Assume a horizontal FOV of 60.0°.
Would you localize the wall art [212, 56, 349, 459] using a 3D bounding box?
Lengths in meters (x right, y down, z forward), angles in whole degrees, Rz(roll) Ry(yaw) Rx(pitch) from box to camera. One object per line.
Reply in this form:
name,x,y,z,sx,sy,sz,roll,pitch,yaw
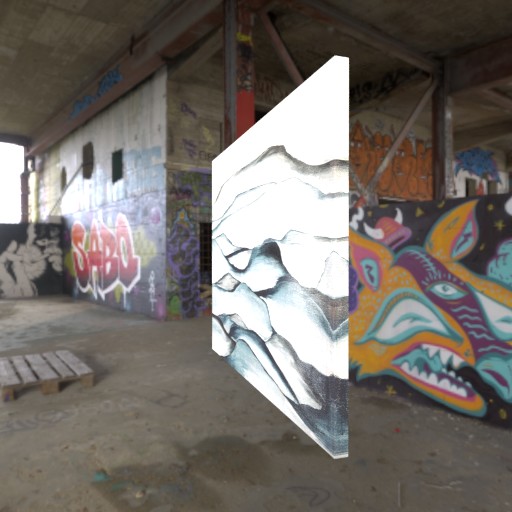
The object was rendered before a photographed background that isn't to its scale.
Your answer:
wall art,0.000,0.000,1.585,0.039,0.915,1.219,0,0,-19
